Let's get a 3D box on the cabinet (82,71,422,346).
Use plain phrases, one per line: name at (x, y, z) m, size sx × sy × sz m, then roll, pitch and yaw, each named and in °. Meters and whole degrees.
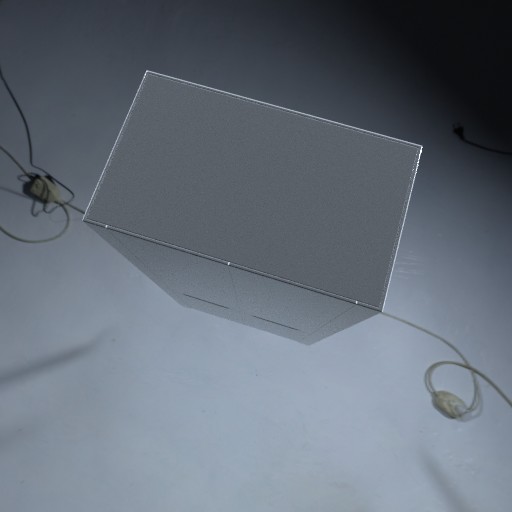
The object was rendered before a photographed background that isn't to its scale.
cabinet at (0.000, 0.000, 2.372) m, size 0.980 × 1.920 × 0.580 m, roll 17°, pitch 76°, yaw 4°
